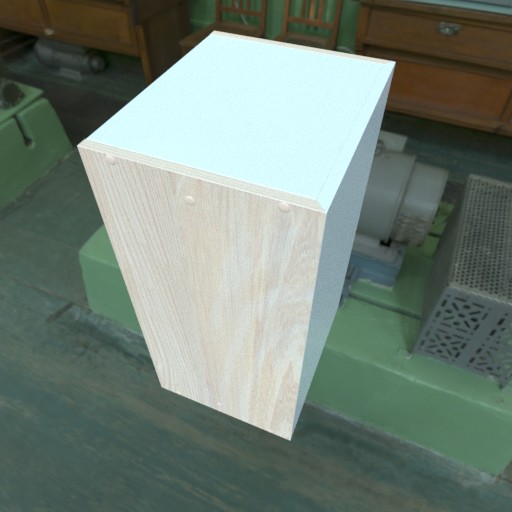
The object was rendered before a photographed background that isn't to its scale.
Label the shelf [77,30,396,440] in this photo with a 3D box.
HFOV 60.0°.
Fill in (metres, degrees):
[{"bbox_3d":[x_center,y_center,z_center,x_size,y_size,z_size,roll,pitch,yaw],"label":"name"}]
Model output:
[{"bbox_3d":[0.000,0.000,0.788,0.290,0.600,0.350,17,50,15],"label":"shelf"}]
